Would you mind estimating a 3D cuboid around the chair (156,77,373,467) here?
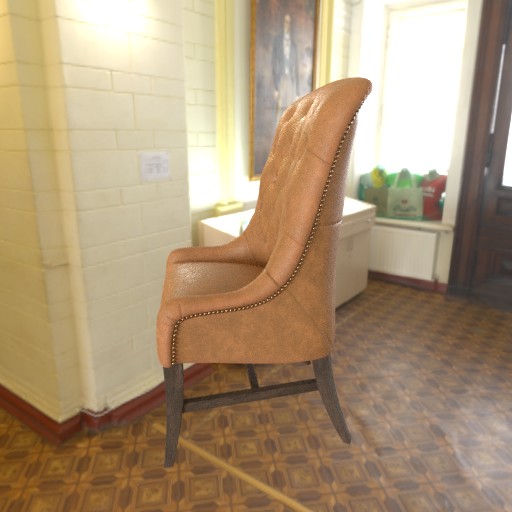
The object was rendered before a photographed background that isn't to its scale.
[{"bbox_3d":[0.000,0.000,1.457,0.629,1.091,0.634,-2,15,-8],"label":"chair"}]
